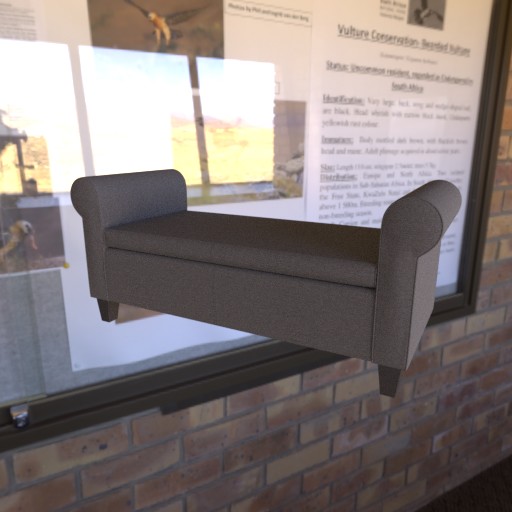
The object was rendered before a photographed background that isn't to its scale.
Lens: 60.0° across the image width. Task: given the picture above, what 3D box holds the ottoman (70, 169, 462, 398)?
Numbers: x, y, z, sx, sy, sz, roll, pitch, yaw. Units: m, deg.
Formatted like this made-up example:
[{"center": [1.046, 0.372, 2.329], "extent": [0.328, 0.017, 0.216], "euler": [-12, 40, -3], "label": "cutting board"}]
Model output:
[{"center": [0.000, 0.000, 1.575], "extent": [1.256, 0.547, 0.521], "euler": [8, 17, 28], "label": "ottoman"}]
